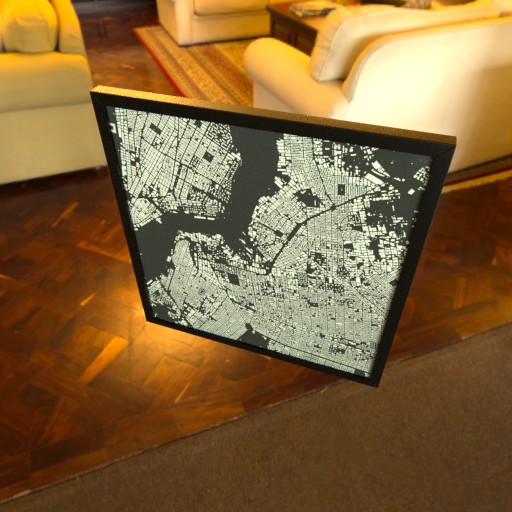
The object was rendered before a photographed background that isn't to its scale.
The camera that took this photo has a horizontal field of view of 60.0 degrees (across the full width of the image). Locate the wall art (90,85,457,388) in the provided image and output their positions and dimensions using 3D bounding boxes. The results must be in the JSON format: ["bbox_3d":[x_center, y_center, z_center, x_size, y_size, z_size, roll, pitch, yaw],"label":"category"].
[{"bbox_3d":[0.000,0.000,1.130,0.755,0.761,0.038,13,43,14],"label":"wall art"}]
